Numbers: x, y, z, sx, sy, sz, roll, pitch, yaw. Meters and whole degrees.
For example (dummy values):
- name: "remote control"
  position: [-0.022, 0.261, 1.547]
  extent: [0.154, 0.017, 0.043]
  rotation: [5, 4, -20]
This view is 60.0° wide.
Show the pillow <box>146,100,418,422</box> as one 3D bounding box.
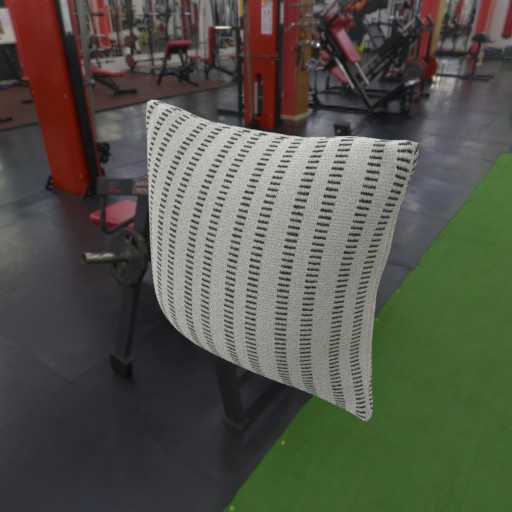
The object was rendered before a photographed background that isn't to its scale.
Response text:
- name: "pillow"
  position: [0.000, 0.000, 0.683]
  extent: [0.438, 0.419, 0.247]
  rotation: [20, 35, 32]
